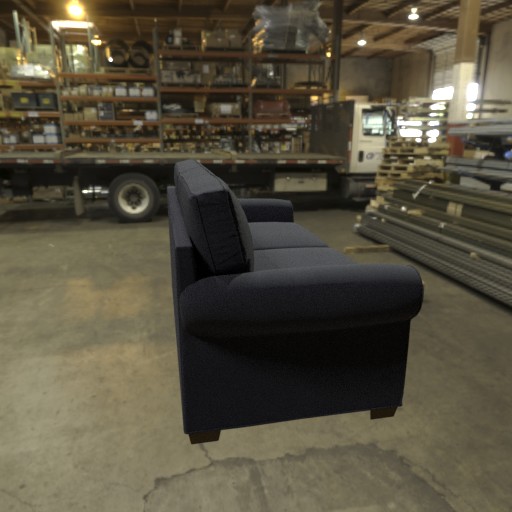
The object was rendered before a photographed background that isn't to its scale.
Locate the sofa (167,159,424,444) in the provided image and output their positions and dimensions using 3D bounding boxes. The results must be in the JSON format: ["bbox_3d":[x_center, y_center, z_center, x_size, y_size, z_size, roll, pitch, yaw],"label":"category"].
[{"bbox_3d":[0.000,0.000,2.544,0.951,1.031,2.009,-3,16,-11],"label":"sofa"}]
